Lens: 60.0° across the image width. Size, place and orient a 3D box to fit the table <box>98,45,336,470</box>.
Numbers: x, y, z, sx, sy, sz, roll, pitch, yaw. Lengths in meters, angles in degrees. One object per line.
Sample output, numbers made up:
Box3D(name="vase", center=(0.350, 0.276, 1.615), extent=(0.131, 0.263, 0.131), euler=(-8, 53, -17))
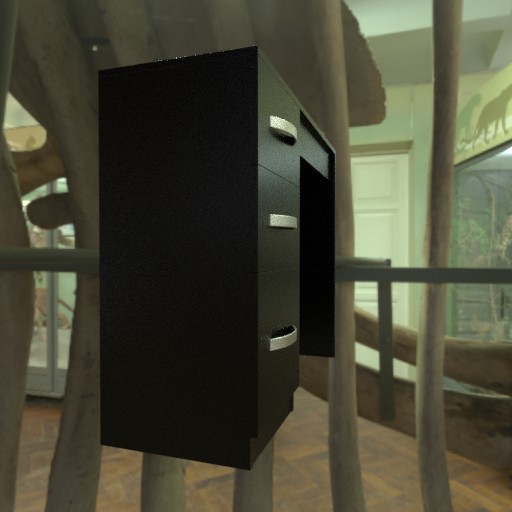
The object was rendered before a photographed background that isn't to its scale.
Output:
Box3D(name="table", center=(0.000, 0.000, 1.313), extent=(0.380, 0.790, 0.930), euler=(0, 1, 19))
